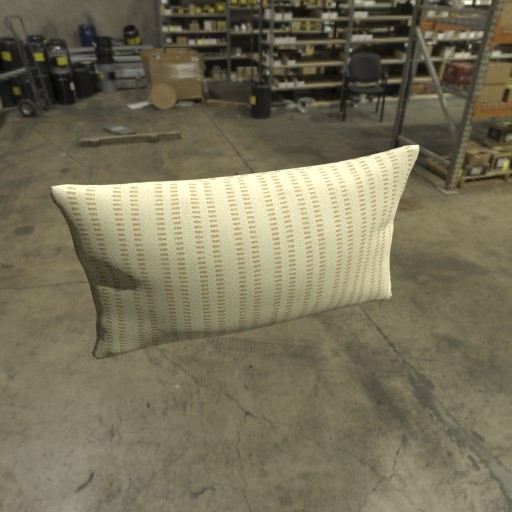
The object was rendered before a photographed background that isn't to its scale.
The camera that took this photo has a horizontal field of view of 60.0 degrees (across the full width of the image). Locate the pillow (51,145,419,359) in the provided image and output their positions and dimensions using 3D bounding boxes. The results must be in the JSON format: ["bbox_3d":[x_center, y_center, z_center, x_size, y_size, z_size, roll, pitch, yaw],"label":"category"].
[{"bbox_3d":[0.000,0.000,0.816,0.640,0.353,0.210,-10,33,-15],"label":"pillow"}]
